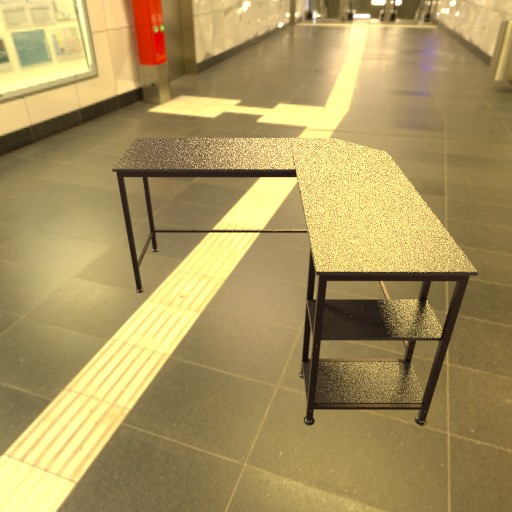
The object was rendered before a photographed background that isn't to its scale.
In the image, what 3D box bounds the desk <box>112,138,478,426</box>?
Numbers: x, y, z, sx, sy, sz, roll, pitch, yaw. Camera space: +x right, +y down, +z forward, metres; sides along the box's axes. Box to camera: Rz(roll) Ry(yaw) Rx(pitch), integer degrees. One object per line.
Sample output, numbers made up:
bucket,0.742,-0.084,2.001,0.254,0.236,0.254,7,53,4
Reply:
desk,0.000,0.000,2.150,1.379,0.739,1.379,0,32,0
